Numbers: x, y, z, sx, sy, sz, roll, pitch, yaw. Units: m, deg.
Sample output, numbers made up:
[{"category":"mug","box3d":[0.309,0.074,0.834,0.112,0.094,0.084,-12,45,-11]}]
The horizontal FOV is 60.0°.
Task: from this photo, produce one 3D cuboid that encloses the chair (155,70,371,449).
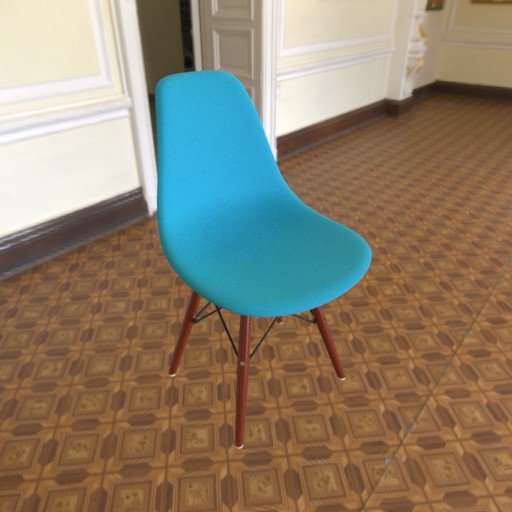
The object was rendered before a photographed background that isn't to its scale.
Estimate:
[{"category":"chair","box3d":[0.000,0.000,1.141,0.470,0.826,0.533,-22,37,-32]}]
